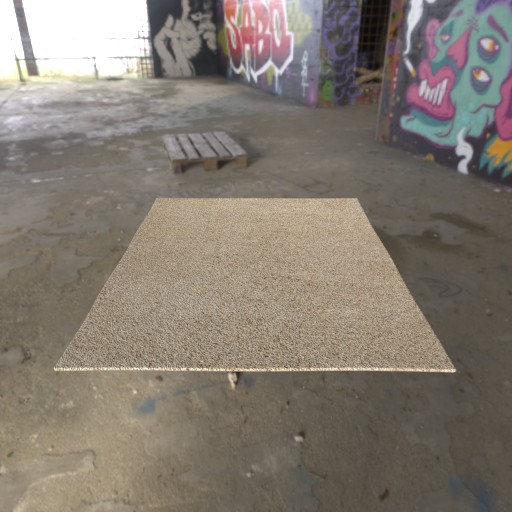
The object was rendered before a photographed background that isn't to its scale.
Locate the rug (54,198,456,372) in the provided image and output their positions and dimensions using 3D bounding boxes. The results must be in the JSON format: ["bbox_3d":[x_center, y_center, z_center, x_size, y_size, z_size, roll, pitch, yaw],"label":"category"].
[{"bbox_3d":[0.000,0.000,3.981,2.400,0.025,3.000,0,27,0],"label":"rug"}]
